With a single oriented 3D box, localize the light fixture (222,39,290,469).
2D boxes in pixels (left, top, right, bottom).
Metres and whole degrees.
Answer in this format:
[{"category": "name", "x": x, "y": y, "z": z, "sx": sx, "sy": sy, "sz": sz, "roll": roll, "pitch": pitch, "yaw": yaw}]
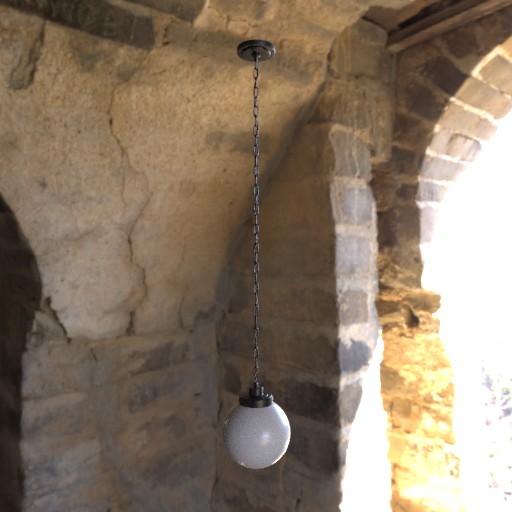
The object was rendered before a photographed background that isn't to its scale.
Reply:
[{"category": "light fixture", "x": 0.000, "y": 0.000, "z": 1.987, "sx": 0.304, "sy": 1.867, "sz": 0.305, "roll": 0, "pitch": -1, "yaw": -1}]
